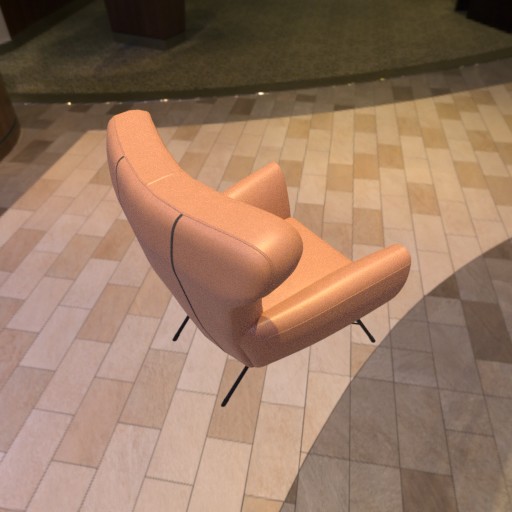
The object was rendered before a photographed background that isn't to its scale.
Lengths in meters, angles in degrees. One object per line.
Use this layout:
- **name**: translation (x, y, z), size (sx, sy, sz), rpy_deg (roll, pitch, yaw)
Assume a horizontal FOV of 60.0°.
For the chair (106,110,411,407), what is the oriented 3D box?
- **chair**: translation (0.000, 0.000, 1.788), size (0.900, 1.050, 0.980), rpy_deg (-26, 48, -26)
